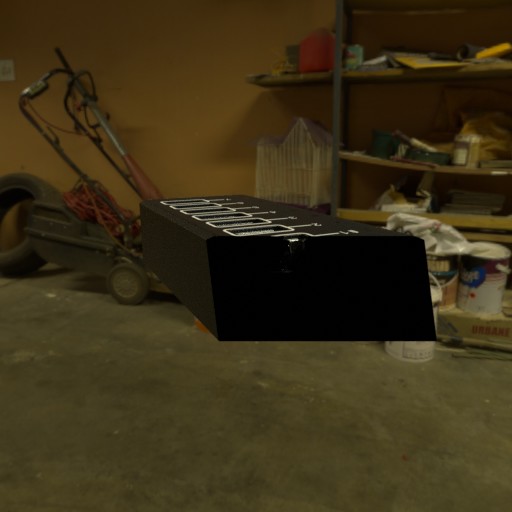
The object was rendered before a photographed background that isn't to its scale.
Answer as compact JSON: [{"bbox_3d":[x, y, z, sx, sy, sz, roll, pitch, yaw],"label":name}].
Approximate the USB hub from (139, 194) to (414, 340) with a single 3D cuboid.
[{"bbox_3d":[0.000,0.000,0.129,0.044,0.023,0.110,-7,16,-26],"label":"USB hub"}]
